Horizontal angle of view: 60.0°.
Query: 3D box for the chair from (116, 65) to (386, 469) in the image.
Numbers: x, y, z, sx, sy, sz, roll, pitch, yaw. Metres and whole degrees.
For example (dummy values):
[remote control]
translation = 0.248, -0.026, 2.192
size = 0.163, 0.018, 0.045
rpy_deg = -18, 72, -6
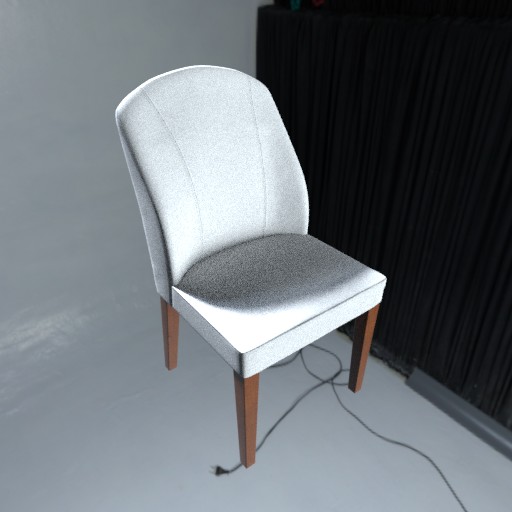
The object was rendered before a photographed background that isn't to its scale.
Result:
[chair]
translation = 0.000, 0.000, 1.194
size = 0.472, 0.893, 0.540
rpy_deg = -21, 37, -31
